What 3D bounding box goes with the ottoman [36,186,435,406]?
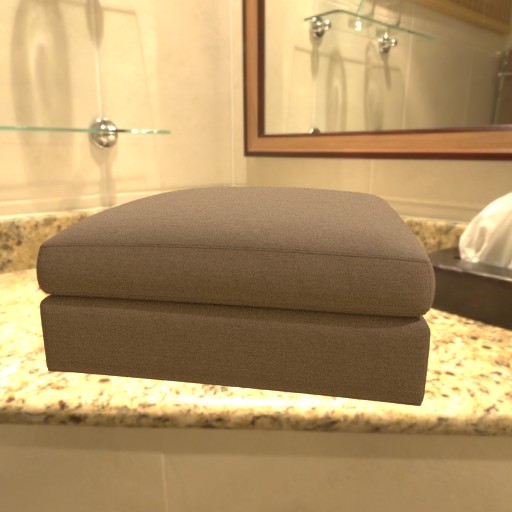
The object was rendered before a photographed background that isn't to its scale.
[{"bbox_3d":[0.000,0.000,1.595,1.041,0.470,1.041,3,14,10],"label":"ottoman"}]
